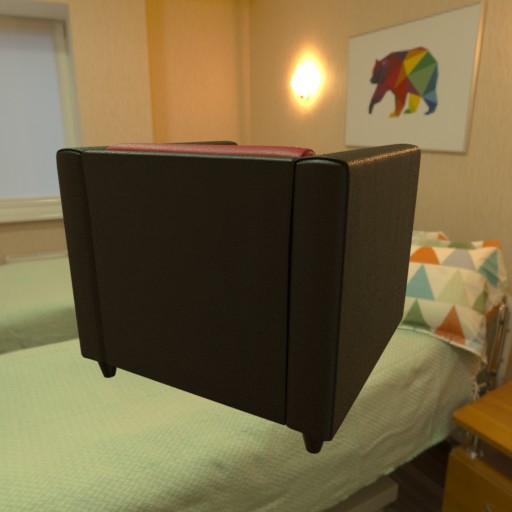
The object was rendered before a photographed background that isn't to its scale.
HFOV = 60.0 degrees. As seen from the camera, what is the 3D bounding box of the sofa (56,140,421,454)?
[{"bbox_3d":[0.000,0.000,1.446,0.839,0.724,0.809,9,18,28],"label":"sofa"}]
